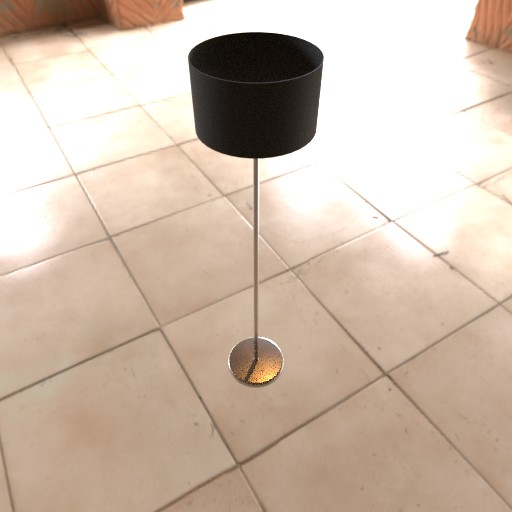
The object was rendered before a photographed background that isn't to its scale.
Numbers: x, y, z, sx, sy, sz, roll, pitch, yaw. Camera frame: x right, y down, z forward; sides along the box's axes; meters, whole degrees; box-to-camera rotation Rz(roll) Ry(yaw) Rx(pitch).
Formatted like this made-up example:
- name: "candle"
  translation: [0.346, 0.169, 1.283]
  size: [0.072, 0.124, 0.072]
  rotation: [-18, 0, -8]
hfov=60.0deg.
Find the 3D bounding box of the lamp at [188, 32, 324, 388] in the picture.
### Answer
- name: "lamp"
  translation: [0.000, 0.000, 1.639]
  size: [0.348, 1.443, 0.348]
  rotation: [-24, 49, -22]
